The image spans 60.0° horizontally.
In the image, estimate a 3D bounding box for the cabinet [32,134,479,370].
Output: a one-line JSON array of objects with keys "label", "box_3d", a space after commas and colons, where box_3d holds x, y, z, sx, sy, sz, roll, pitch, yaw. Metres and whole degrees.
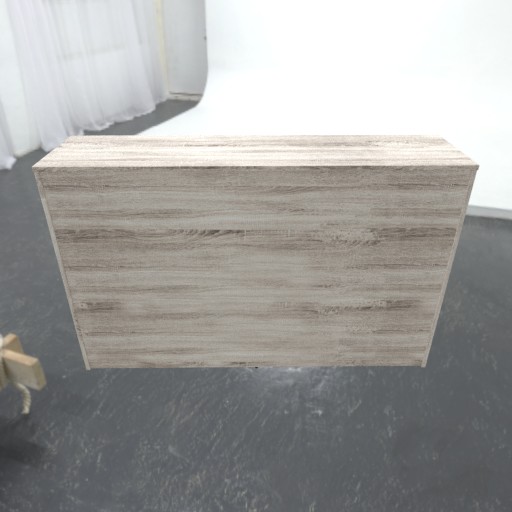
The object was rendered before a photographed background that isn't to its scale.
[{"label": "cabinet", "box_3d": [0.000, 0.000, 1.827, 1.450, 0.900, 0.380, 0, 31, -1]}]
